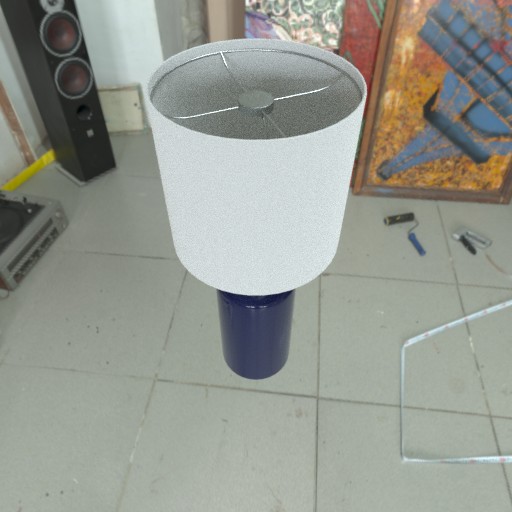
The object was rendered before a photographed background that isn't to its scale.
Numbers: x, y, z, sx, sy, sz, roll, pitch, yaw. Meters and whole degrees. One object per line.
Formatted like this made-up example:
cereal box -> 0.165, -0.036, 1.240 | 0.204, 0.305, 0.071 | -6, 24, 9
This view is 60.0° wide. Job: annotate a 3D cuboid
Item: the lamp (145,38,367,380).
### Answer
lamp -> 0.000, 0.000, 0.607 | 0.212, 0.493, 0.212 | -17, 49, -15
